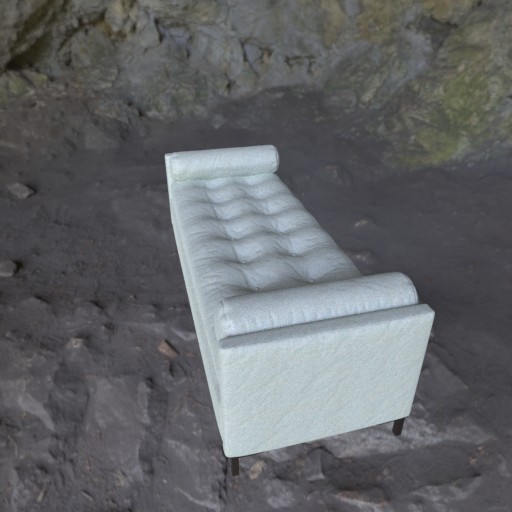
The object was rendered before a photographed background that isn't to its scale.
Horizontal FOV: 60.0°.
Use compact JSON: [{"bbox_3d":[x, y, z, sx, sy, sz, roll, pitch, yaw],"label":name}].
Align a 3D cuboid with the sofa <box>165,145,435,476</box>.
[{"bbox_3d":[0.000,0.000,2.476,0.796,0.705,2.102,-8,31,-13],"label":"sofa"}]
